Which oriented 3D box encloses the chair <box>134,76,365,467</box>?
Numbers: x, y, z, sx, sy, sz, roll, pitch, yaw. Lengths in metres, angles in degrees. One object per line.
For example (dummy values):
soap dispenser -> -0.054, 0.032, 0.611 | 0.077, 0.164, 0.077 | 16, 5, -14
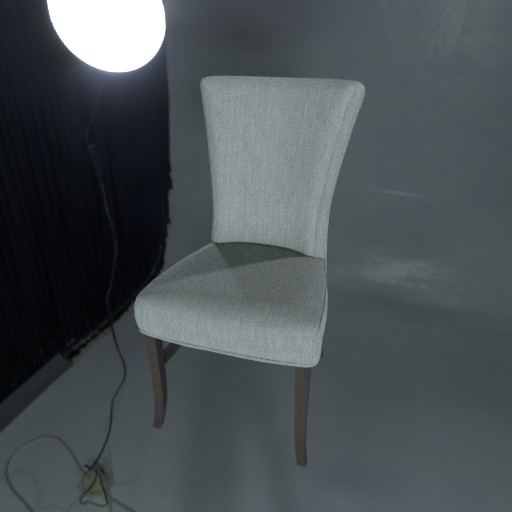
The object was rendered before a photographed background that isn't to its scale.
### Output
chair -> 0.000, 0.000, 1.376 | 0.520, 0.991, 0.660 | 8, 28, 15
